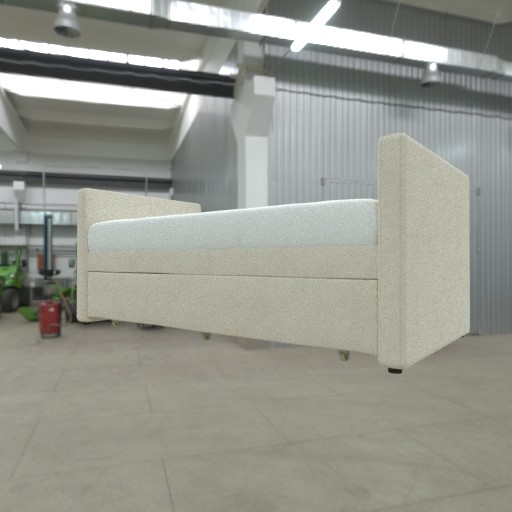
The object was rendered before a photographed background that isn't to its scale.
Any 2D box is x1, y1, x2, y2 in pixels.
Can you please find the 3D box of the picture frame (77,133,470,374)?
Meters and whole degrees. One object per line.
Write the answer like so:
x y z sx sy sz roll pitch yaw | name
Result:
0.000 0.000 2.675 2.161 0.891 1.069 0 -1 37 | picture frame
